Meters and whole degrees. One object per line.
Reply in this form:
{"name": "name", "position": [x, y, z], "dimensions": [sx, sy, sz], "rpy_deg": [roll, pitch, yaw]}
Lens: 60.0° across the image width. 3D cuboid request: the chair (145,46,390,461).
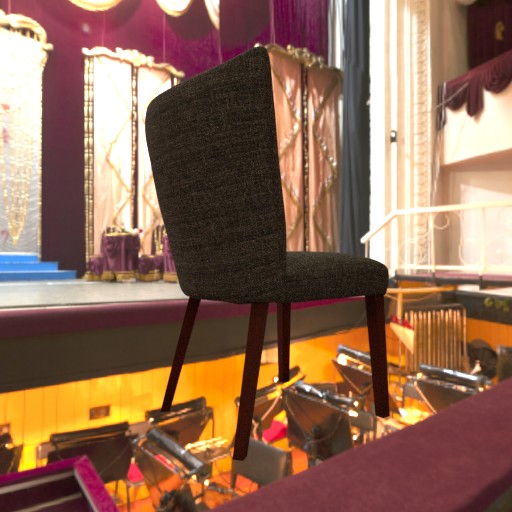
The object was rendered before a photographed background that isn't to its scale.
{"name": "chair", "position": [0.000, 0.000, 1.285], "dimensions": [0.623, 0.924, 0.535], "rpy_deg": [0, 0, -37]}
